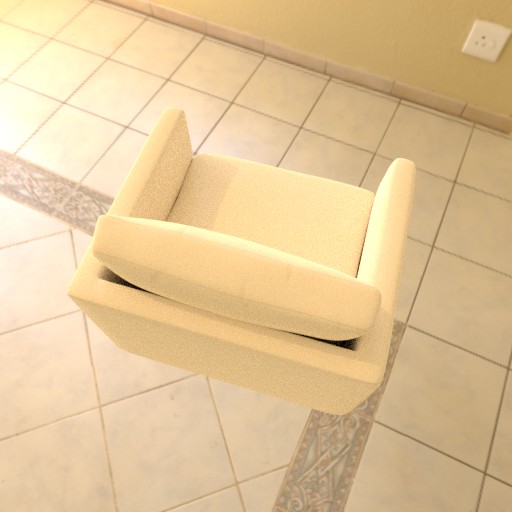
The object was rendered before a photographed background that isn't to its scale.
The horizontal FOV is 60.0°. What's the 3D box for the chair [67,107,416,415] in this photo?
[{"bbox_3d":[0.000,0.000,1.719,1.019,0.885,0.878,15,63,8],"label":"chair"}]
